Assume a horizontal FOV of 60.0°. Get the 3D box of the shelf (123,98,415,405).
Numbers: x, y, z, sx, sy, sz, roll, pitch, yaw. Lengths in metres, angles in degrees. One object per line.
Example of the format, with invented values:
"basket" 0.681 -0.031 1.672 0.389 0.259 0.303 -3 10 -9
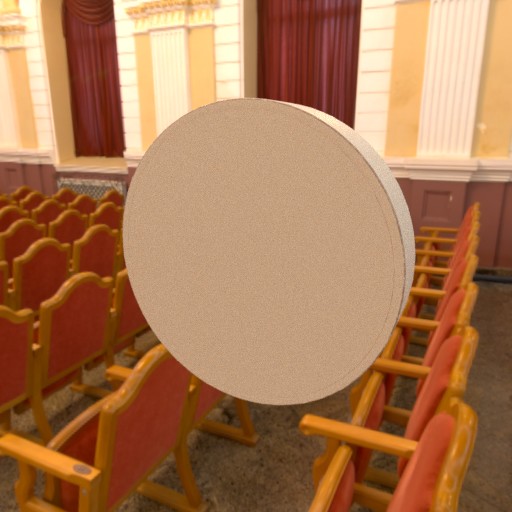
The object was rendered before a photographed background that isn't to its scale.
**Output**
"shelf" 0.000 0.000 1.212 0.806 0.807 0.158 8 17 25
